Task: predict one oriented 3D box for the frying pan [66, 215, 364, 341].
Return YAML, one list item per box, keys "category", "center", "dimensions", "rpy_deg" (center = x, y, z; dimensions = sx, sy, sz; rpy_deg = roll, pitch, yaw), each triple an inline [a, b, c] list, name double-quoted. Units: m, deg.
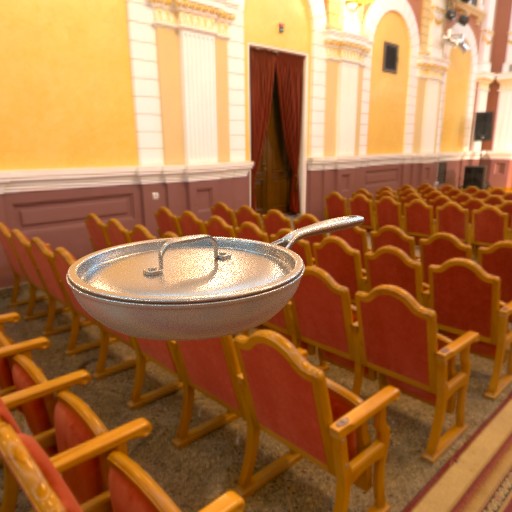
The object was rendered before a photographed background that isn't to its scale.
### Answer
- category: "frying pan"
  center: [0.000, 0.000, 0.603]
  dimensions: [0.490, 0.086, 0.272]
  rpy_deg: [-13, 20, -42]
